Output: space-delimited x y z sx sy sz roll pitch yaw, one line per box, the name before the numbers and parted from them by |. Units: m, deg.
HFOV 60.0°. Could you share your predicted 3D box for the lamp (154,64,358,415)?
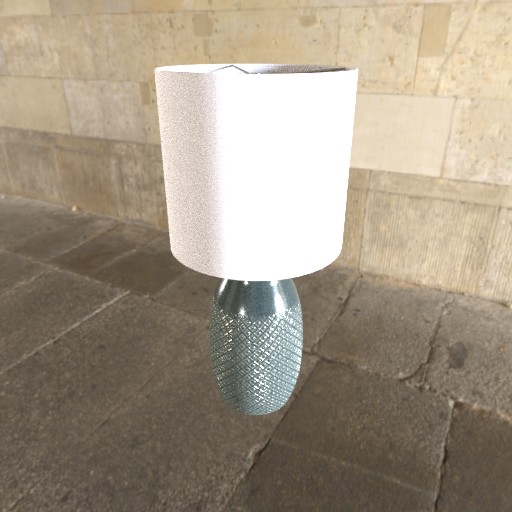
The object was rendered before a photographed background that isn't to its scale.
lamp | 0.000 0.000 0.579 0.217 0.453 0.217 -7 27 -15
